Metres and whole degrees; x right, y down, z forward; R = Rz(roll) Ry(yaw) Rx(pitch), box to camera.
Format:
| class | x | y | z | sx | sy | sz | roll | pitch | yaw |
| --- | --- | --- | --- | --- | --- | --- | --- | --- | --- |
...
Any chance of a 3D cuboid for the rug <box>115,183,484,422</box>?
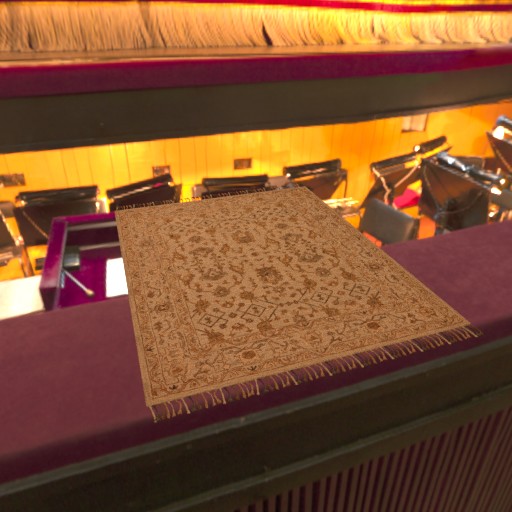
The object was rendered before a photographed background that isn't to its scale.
| class | x | y | z | sx | sy | sz | roll | pitch | yaw |
| --- | --- | --- | --- | --- | --- | --- | --- | --- | --- |
| rug | 0.000 | 0.000 | 2.234 | 1.278 | 0.009 | 1.726 | -10 | 31 | -16 |
